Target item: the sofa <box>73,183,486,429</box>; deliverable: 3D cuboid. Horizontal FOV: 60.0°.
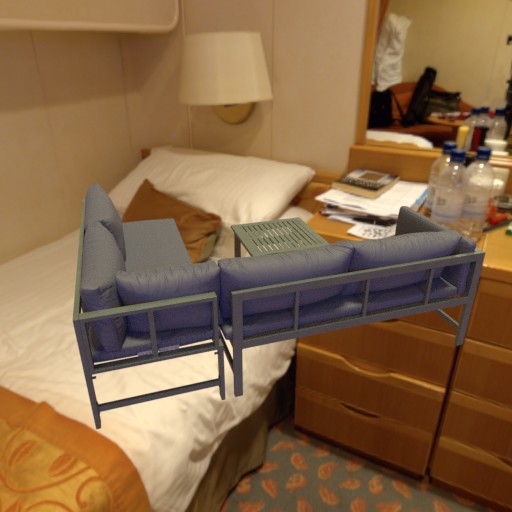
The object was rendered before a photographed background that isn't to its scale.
[{"bbox_3d":[0.000,0.000,2.965,2.149,0.762,1.658,-8,27,-16],"label":"sofa"}]
